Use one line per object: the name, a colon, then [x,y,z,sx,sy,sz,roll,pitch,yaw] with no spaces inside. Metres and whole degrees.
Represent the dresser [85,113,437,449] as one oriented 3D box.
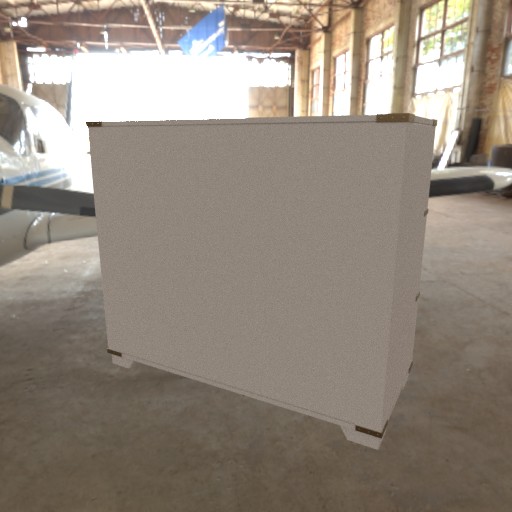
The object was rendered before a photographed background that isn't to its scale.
dresser: [0.000,0.000,1.522,1.022,0.891,0.460,8,17,28]
